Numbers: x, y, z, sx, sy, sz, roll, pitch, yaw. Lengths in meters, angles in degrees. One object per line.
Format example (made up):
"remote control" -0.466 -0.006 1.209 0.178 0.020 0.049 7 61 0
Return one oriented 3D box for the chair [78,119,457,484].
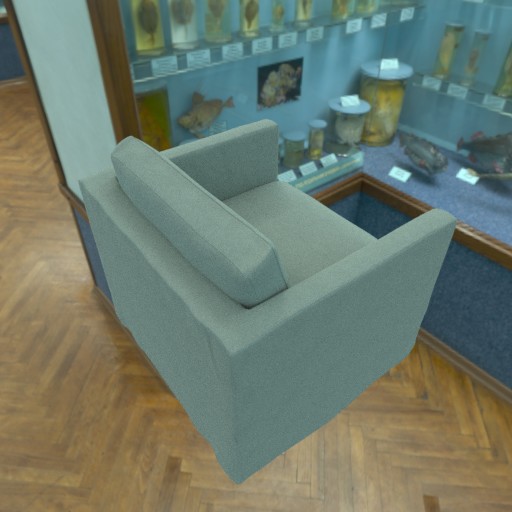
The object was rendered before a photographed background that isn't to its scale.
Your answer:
"chair" 0.000 0.000 1.733 0.949 0.863 1.057 -26 46 -28
